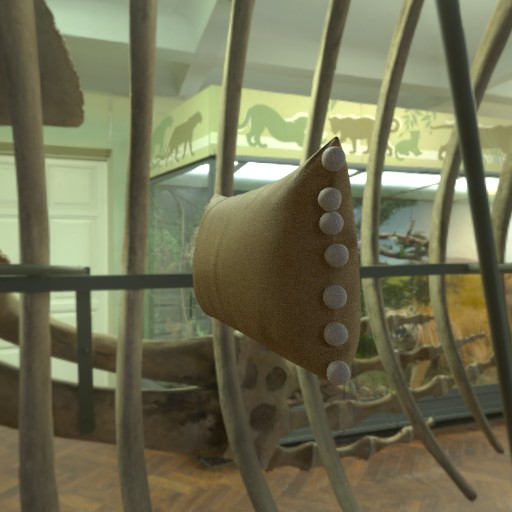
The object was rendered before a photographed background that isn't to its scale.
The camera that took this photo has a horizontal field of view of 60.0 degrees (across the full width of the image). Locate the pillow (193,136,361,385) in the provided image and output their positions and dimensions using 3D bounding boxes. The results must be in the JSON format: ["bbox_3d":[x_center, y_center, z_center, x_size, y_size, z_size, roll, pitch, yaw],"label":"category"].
[{"bbox_3d":[0.000,0.000,0.847,0.201,0.322,0.709,0,0,-19],"label":"pillow"}]
